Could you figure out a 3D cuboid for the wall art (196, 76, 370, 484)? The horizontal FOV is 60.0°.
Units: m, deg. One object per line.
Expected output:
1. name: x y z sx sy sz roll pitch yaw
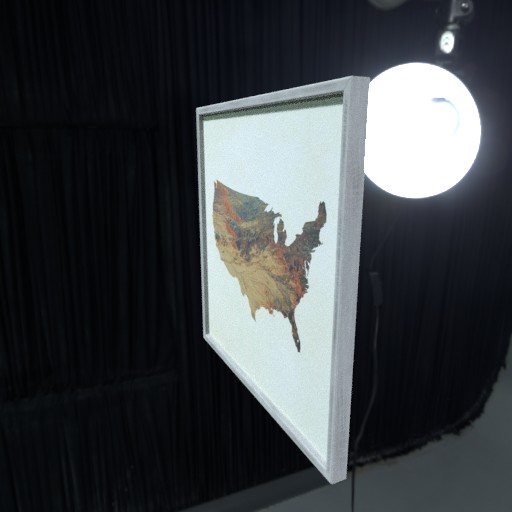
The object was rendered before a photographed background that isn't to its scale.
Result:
1. wall art: 0.000 0.000 0.448 0.015 0.303 0.303 -7 16 -25
